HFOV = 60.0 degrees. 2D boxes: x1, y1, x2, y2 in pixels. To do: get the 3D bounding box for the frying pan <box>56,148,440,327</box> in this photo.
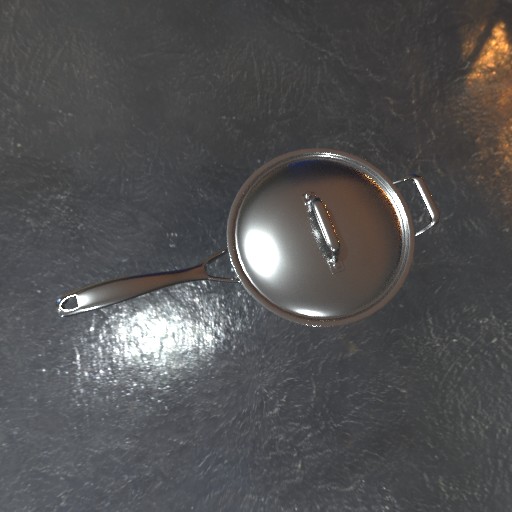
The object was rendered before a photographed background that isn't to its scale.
[{"bbox_3d":[0.000,0.000,0.582,0.492,0.111,0.245,-18,75,-5],"label":"frying pan"}]
